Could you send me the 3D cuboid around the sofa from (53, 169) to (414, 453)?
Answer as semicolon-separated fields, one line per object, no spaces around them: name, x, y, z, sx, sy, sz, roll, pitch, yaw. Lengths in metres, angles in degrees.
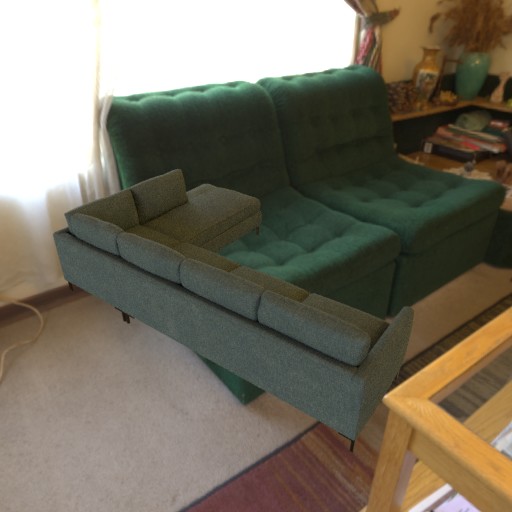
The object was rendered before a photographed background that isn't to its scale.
sofa;0.000;0.000;3.870;2.949;0.815;2.007;21;36;31
